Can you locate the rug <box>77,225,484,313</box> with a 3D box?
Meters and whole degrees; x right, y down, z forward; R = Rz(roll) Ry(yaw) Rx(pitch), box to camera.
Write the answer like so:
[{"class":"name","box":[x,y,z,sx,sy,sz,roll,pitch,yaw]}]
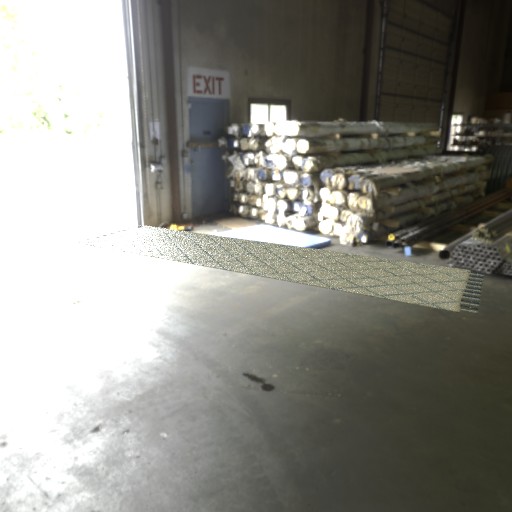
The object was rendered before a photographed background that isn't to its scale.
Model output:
[{"class":"rug","box":[0.000,0.000,2.588,2.372,0.008,0.620,9,19,27]}]
